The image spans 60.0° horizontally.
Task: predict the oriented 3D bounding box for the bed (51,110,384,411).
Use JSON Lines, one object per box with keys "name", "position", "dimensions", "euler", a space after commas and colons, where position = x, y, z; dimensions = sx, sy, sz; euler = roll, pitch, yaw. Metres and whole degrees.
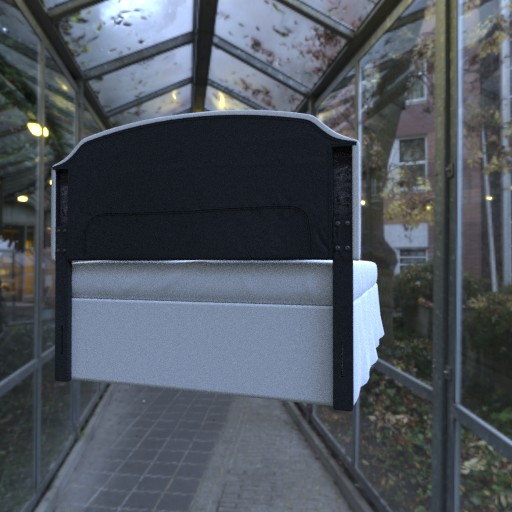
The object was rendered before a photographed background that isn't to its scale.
{"name": "bed", "position": [0.000, 0.000, 2.938], "dimensions": [1.558, 1.270, 1.999], "euler": [0, -1, 18]}
